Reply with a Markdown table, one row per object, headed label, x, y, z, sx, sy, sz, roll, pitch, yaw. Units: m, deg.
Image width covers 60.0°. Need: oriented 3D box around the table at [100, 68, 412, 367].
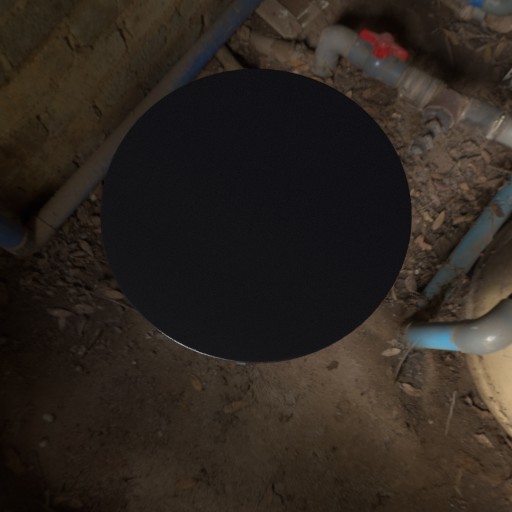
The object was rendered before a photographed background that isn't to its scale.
| label | x | y | z | sx | sy | sz | roll | pitch | yaw |
| --- | --- | --- | --- | --- | --- | --- | --- | --- | --- |
| table | 0.000 | 0.000 | 0.999 | 0.481 | 0.665 | 0.481 | 0 | 76 | 0 |
